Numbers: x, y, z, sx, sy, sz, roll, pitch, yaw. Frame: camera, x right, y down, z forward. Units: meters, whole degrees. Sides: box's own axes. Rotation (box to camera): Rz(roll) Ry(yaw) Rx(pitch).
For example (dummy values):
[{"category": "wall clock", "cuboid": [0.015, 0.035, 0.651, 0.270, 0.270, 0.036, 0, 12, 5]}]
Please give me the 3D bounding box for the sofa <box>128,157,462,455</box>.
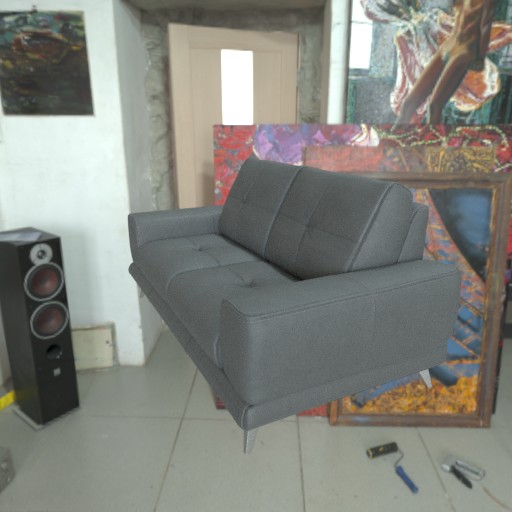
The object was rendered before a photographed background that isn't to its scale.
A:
[{"category": "sofa", "cuboid": [0.000, 0.000, 2.341, 1.018, 0.907, 1.806, -9, 19, -26]}]
